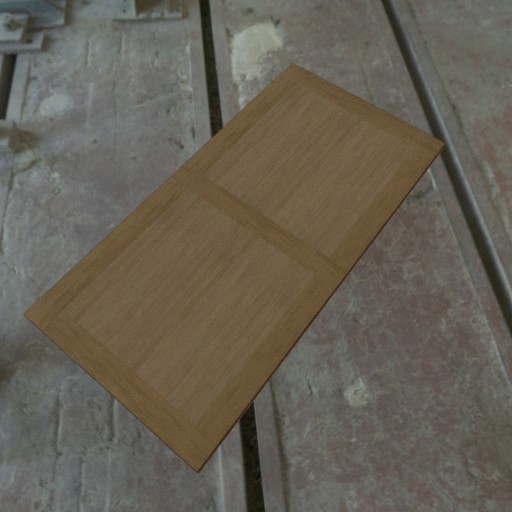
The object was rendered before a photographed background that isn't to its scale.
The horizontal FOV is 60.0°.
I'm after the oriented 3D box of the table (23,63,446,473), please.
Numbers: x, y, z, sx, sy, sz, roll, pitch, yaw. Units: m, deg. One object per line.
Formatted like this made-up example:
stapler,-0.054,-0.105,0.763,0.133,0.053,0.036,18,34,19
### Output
table,0.000,0.000,2.457,1.000,0.762,1.982,35,68,16
